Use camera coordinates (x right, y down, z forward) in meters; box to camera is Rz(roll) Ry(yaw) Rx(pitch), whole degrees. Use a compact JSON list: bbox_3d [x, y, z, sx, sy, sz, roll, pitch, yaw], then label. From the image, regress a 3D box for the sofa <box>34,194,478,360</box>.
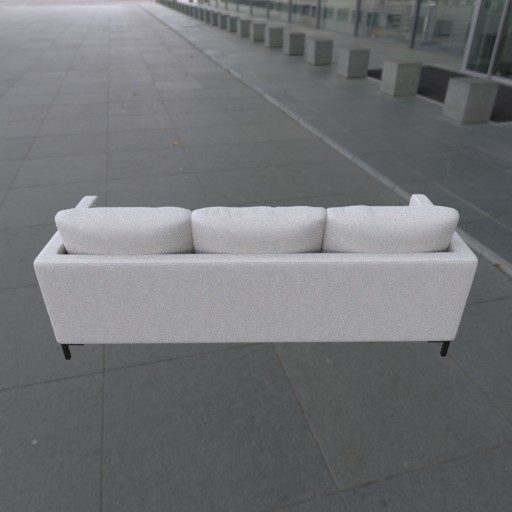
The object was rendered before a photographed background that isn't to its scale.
[{"bbox_3d":[0.000,0.000,2.659,2.218,0.874,0.859,0,32,-1],"label":"sofa"}]
